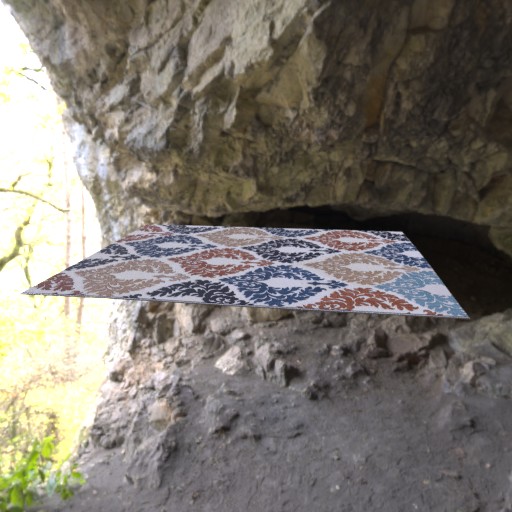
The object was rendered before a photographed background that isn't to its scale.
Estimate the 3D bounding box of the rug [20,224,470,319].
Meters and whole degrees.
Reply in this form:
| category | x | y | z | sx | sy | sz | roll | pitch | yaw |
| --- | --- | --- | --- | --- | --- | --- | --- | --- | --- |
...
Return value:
| category | x | y | z | sx | sy | sz | roll | pitch | yaw |
| --- | --- | --- | --- | --- | --- | --- | --- | --- | --- |
| rug | 0.000 | 0.000 | 4.086 | 3.040 | 0.014 | 2.423 | 2 | 16 | 8 |
